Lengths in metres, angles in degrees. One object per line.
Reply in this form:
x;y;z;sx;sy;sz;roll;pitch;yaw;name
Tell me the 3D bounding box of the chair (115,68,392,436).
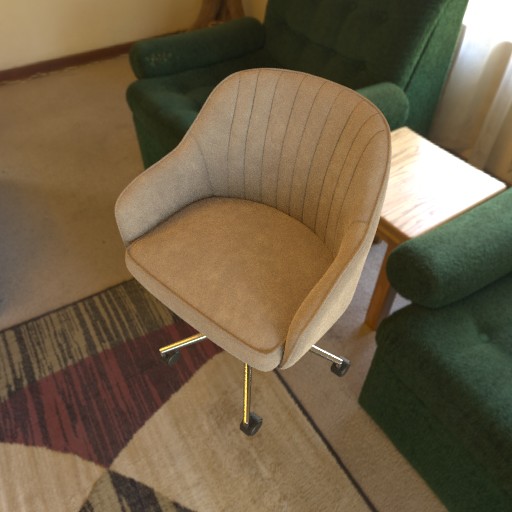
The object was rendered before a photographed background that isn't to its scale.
0.000;0.000;1.255;0.635;0.831;0.573;32;54;27;chair
